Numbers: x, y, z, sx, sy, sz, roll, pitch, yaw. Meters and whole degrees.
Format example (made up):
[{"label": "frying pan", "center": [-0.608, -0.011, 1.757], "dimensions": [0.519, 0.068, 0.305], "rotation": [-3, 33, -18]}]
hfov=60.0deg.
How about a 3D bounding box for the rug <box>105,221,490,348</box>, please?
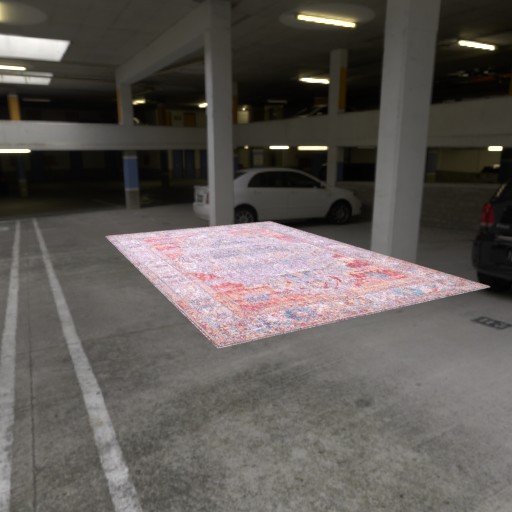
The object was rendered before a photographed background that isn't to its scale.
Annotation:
[{"label": "rug", "center": [0.000, 0.000, 2.336], "dimensions": [1.219, 0.005, 1.829], "rotation": [-7, 16, -27]}]
